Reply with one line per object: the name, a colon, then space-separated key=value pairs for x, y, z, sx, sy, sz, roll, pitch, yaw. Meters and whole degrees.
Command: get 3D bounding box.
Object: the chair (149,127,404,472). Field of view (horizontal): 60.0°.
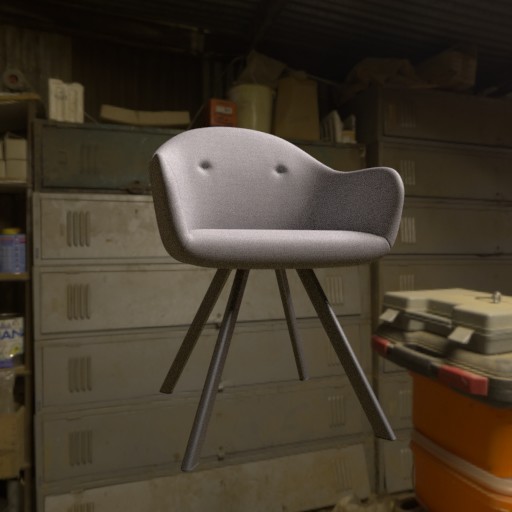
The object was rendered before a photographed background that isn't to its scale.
chair: x=0.000 y=0.000 z=1.145 sx=0.540 sy=0.780 sz=0.570 roll=0 pitch=1 yaw=-17
